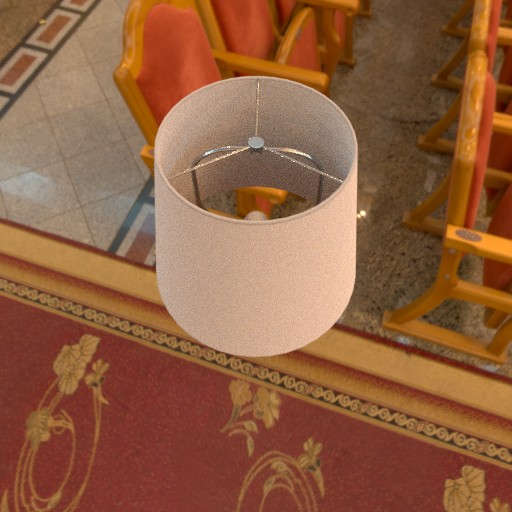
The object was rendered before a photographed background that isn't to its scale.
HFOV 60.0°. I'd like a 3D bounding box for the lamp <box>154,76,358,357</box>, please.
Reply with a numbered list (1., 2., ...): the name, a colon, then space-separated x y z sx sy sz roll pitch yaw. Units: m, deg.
1. lamp: 0.000 0.000 0.559 0.254 0.392 0.254 0 59 0
